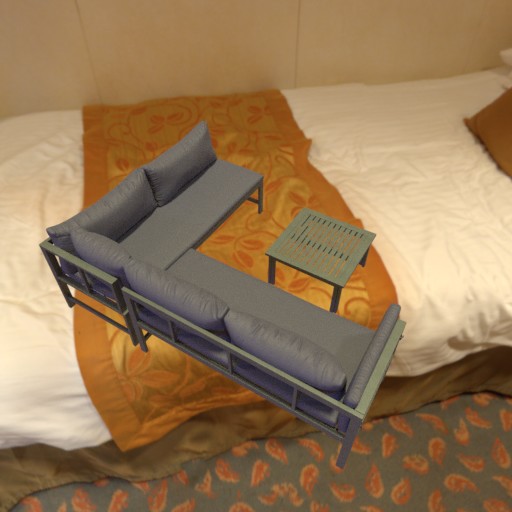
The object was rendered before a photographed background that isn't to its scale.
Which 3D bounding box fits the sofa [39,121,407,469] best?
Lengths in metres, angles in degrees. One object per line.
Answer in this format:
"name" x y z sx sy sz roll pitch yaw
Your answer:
"sofa" 0.000 0.000 3.029 2.149 0.762 1.658 24 50 22
